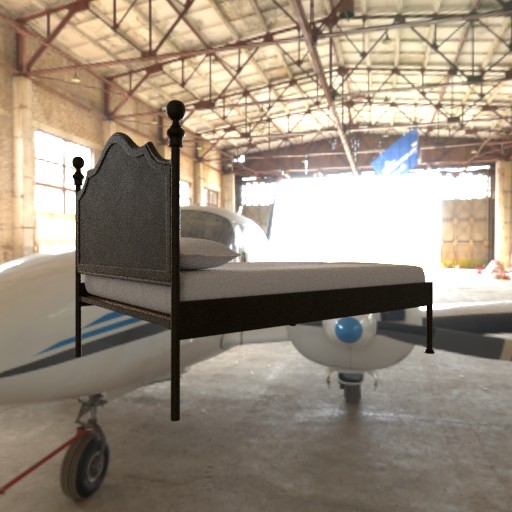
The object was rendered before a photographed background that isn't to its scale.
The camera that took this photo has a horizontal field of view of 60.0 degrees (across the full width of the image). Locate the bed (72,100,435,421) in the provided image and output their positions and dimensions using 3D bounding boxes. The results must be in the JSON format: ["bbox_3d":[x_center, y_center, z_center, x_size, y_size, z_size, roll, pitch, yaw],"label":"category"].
[{"bbox_3d":[0.000,0.000,3.334,2.224,1.499,1.642,-1,1,-38],"label":"bed"}]
